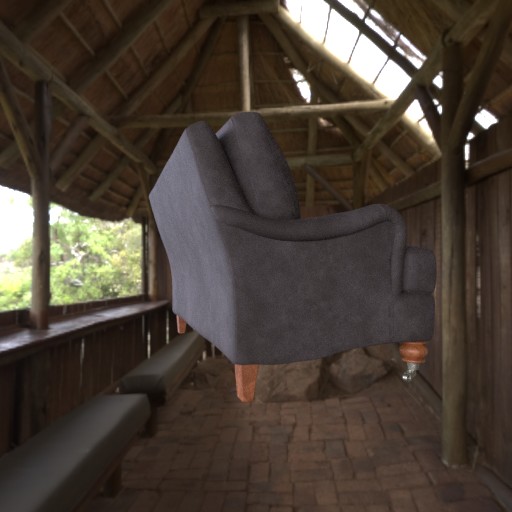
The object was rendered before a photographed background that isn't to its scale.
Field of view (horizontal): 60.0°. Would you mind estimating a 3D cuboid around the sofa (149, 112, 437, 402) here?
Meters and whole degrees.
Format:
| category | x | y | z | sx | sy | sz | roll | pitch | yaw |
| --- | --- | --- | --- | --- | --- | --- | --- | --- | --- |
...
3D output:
| category | x | y | z | sx | sy | sz | roll | pitch | yaw |
| --- | --- | --- | --- | --- | --- | --- | --- | --- | --- |
| sofa | 0.000 | 0.000 | 2.560 | 1.084 | 1.101 | 1.853 | 0 | -1 | -18 |
